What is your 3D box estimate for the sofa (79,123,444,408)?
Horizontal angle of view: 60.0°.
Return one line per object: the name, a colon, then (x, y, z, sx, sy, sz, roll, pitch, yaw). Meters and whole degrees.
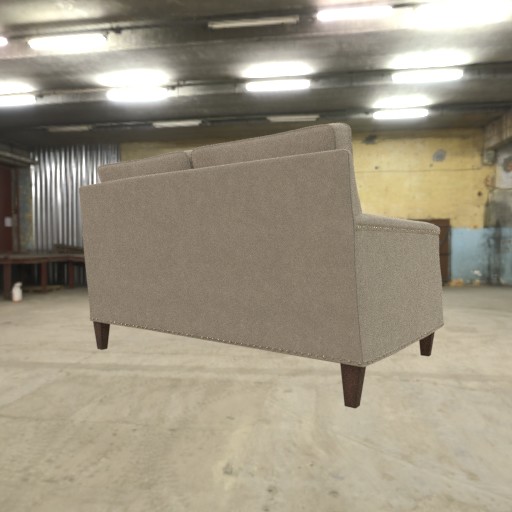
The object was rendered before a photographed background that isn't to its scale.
sofa: (0.000, 0.000, 2.271, 1.597, 1.002, 1.084, 1, 2, 36)
